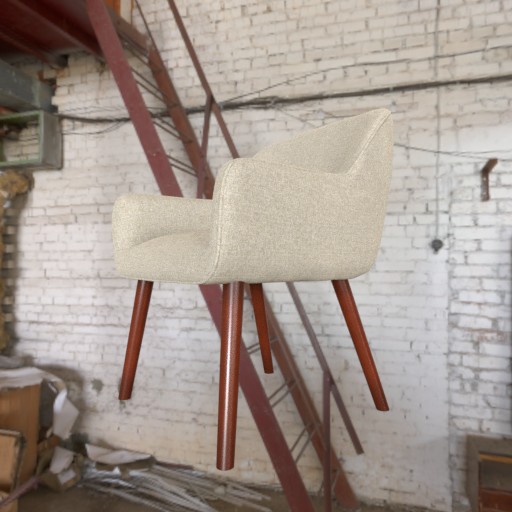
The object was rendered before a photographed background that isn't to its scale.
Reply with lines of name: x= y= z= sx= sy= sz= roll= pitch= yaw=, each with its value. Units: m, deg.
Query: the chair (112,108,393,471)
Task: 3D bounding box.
chair: x=0.000 y=0.000 z=1.225 sx=0.610 sy=0.813 sz=0.610 roll=0 pitch=-1 yaw=-37
